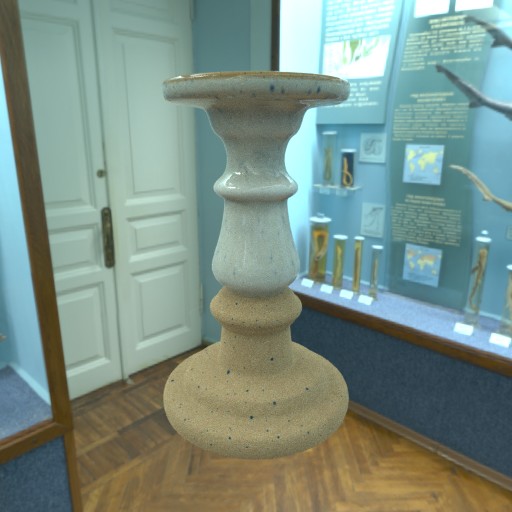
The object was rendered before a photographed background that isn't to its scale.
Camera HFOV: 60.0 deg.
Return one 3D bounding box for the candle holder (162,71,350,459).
[{"bbox_3d":[0.000,0.000,0.275,0.123,0.202,0.123,0,16,0],"label":"candle holder"}]
